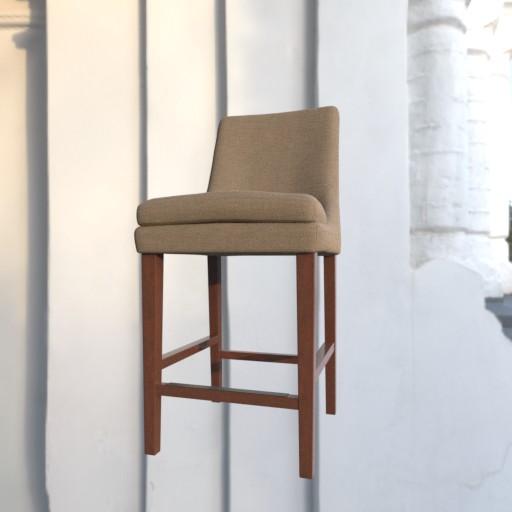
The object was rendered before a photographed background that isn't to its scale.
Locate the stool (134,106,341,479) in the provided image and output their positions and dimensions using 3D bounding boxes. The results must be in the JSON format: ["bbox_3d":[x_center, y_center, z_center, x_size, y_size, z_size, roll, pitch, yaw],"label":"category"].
[{"bbox_3d":[0.000,0.000,1.278,0.470,0.981,0.577,0,0,17],"label":"stool"}]
